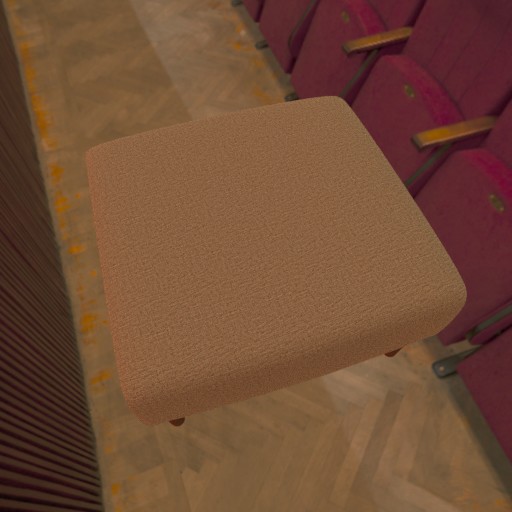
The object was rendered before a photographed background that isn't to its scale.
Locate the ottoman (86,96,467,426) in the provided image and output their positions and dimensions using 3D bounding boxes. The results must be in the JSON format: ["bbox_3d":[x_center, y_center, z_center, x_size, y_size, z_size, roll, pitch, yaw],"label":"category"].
[{"bbox_3d":[0.000,0.000,1.057,0.650,0.398,0.649,-15,58,-10],"label":"ottoman"}]
